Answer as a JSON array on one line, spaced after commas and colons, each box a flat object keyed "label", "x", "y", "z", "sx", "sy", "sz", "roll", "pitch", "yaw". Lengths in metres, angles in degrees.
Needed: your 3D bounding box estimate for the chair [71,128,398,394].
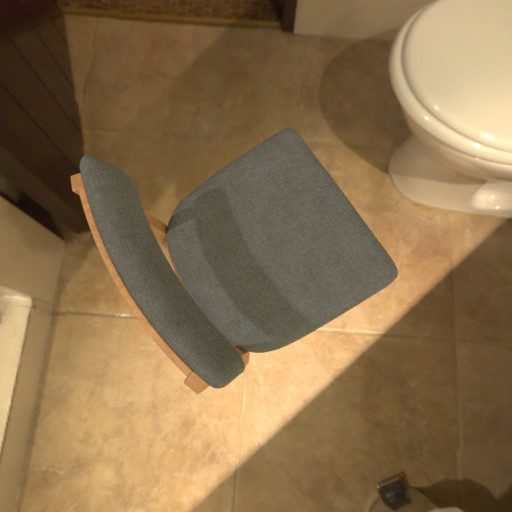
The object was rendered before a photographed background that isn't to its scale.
[{"label": "chair", "x": 0.000, "y": 0.000, "z": 1.178, "sx": 0.572, "sy": 0.832, "sz": 0.508, "roll": -32, "pitch": 78, "yaw": -8}]
